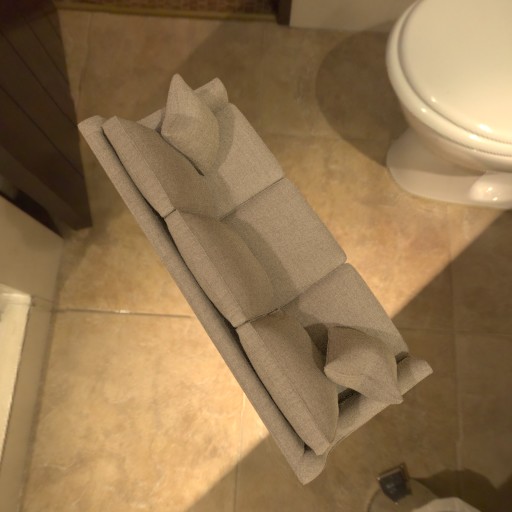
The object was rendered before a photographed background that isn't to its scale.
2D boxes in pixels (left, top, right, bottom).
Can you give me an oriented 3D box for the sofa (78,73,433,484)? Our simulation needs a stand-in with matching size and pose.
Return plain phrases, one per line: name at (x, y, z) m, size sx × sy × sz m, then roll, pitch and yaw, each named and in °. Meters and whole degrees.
sofa at (0.000, 0.000, 2.442) m, size 0.865 × 0.914 × 2.031 m, roll -33°, pitch 78°, yaw -8°
